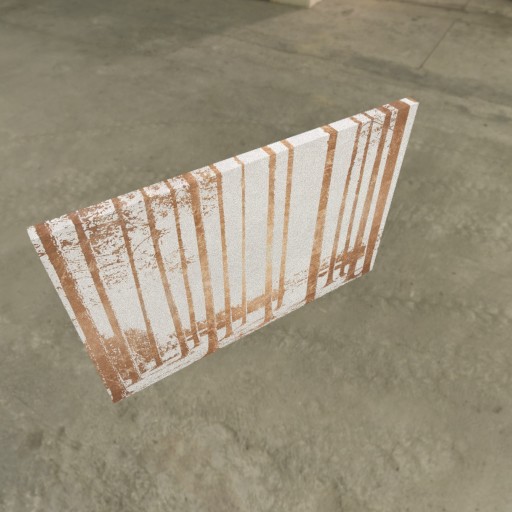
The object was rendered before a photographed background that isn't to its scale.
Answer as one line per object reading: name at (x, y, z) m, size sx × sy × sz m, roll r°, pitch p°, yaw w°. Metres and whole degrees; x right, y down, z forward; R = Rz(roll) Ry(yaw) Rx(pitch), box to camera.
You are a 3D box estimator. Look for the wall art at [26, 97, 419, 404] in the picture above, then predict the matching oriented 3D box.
wall art at (0.000, 0.000, 1.142) m, size 0.914 × 0.609 × 0.035 m, roll -24°, pitch 51°, yaw -21°
